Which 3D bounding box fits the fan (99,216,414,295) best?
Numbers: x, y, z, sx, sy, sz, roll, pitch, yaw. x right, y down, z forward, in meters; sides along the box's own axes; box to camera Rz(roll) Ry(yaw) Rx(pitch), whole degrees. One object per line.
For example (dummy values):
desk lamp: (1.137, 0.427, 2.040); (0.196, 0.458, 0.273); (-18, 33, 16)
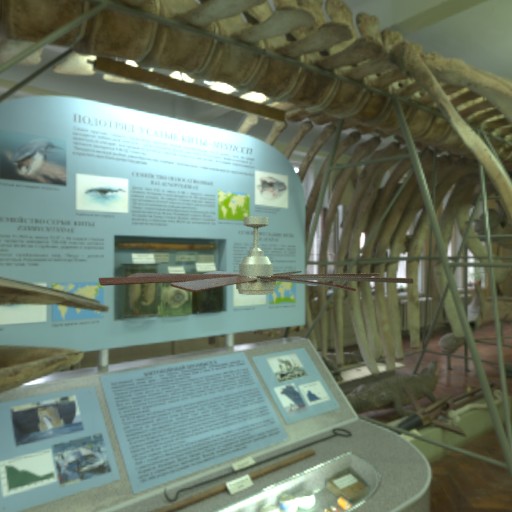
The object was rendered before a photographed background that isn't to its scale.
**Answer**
fan: (0.000, 0.000, 2.735); (1.830, 0.472, 1.830); (0, 0, 20)
